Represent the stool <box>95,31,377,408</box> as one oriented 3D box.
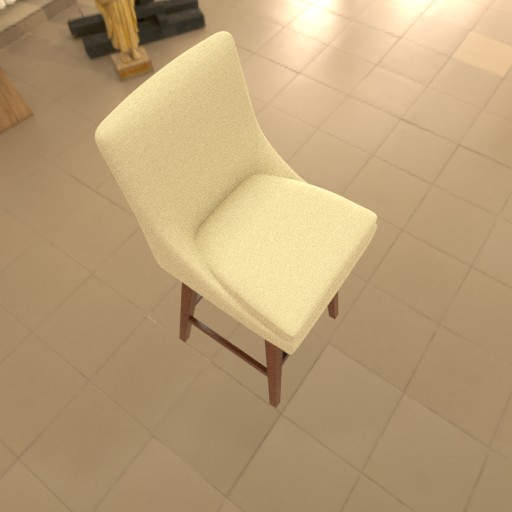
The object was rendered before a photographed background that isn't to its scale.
[{"bbox_3d":[0.000,0.000,1.381,0.559,1.097,0.470,31,64,17],"label":"stool"}]
